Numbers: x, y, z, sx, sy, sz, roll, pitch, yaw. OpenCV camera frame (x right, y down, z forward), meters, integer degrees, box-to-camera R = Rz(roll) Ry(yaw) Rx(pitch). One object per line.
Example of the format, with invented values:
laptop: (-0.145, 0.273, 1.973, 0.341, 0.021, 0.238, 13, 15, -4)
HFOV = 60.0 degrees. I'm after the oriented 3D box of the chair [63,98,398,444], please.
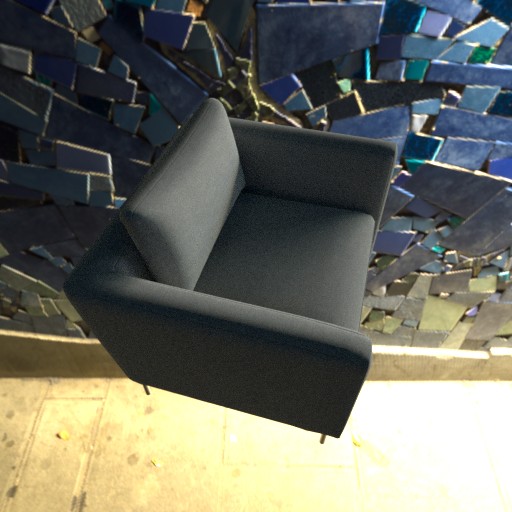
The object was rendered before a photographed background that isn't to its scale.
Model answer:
chair: (0.000, 0.000, 1.682, 0.889, 0.864, 1.041, 12, 48, 11)
